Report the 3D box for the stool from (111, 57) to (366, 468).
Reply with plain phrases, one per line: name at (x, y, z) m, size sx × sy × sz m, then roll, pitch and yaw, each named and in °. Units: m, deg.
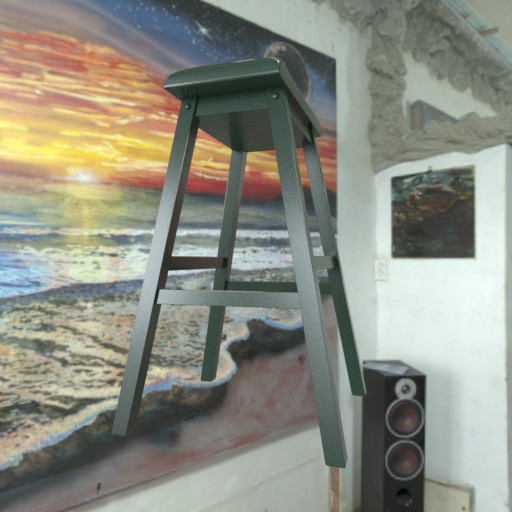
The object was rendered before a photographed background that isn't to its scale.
stool at (0.000, 0.000, 1.057) m, size 0.476 × 0.737 × 0.457 m, roll 0°, pitch -1°, yaw 18°
